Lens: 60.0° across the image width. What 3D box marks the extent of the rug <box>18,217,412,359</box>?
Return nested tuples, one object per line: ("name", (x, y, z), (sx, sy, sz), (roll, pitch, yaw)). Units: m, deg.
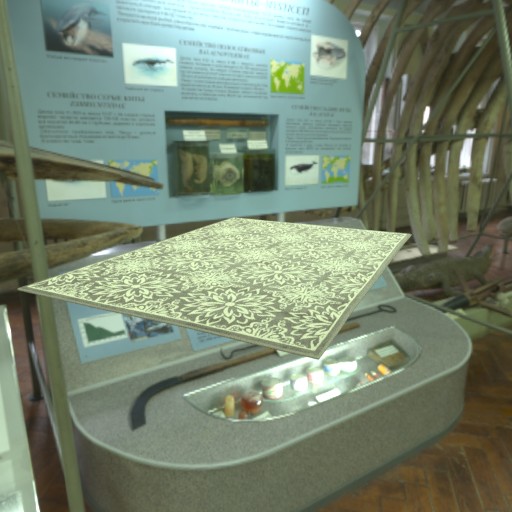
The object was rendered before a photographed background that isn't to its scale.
("rug", (0.000, 0.000, 2.855), (1.608, 0.014, 2.213), (8, 17, 26))
